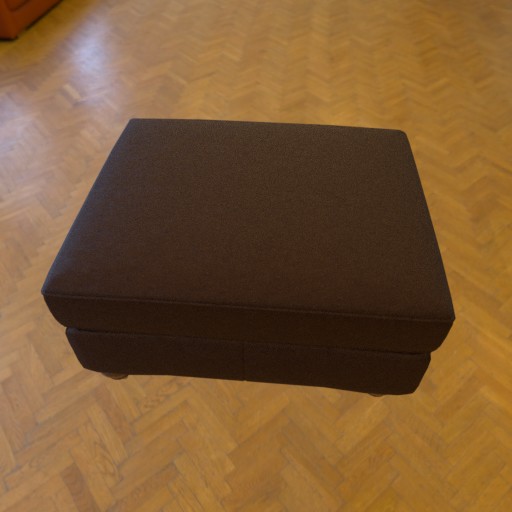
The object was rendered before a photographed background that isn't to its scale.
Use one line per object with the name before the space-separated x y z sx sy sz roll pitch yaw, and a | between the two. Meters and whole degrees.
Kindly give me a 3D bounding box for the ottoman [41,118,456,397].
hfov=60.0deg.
ottoman | 0.000 0.000 1.772 1.187 0.730 0.967 3 47 3
